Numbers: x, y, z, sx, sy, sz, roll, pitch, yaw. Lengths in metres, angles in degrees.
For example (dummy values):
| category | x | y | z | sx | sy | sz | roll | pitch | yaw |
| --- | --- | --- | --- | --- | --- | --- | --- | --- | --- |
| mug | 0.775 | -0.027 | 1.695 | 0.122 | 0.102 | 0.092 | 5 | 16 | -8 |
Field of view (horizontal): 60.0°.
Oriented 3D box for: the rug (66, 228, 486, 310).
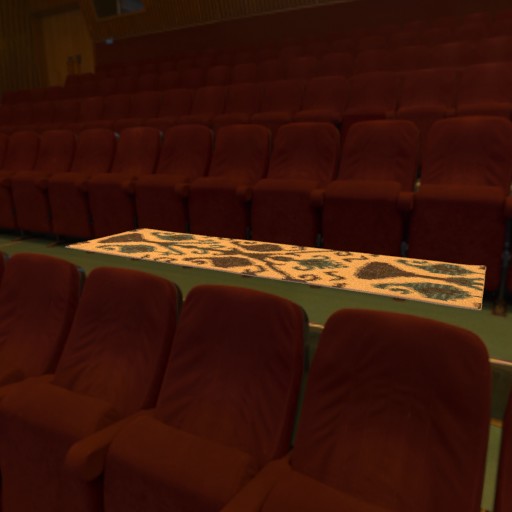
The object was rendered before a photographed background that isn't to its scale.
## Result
| category | x | y | z | sx | sy | sz | roll | pitch | yaw |
| --- | --- | --- | --- | --- | --- | --- | --- | --- | --- |
| rug | 0.000 | 0.000 | 2.497 | 2.301 | 0.017 | 0.692 | 7 | 16 | 27 |
